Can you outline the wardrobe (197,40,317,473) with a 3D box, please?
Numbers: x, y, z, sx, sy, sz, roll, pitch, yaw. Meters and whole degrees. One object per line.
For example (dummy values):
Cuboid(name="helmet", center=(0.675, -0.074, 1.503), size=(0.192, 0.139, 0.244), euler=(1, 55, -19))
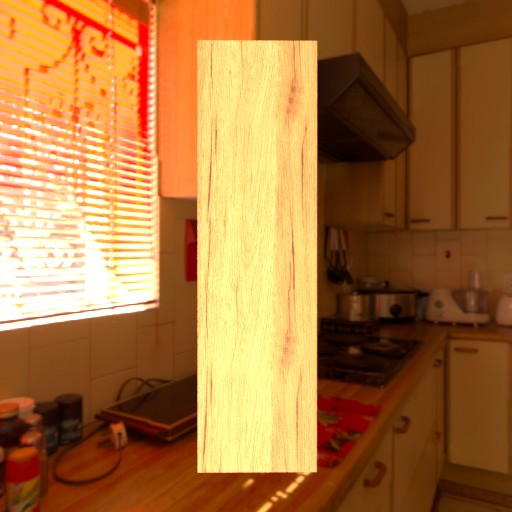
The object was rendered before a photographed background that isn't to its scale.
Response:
Cuboid(name="wardrobe", center=(0.000, 0.000, 3.027), size=(0.580, 2.070, 1.810), euler=(0, 0, -1))
